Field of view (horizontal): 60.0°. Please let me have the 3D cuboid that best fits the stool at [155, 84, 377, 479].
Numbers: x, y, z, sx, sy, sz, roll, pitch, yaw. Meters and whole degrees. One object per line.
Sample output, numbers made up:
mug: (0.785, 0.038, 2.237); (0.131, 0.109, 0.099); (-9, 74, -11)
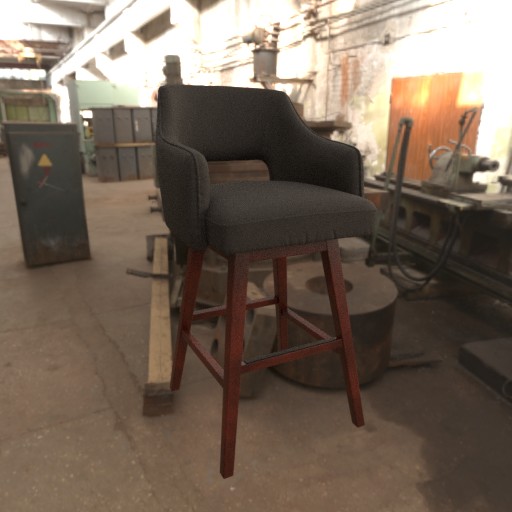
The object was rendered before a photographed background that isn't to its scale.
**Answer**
stool: (0.000, 0.000, 1.353); (0.548, 1.012, 0.558); (-8, 18, -26)
